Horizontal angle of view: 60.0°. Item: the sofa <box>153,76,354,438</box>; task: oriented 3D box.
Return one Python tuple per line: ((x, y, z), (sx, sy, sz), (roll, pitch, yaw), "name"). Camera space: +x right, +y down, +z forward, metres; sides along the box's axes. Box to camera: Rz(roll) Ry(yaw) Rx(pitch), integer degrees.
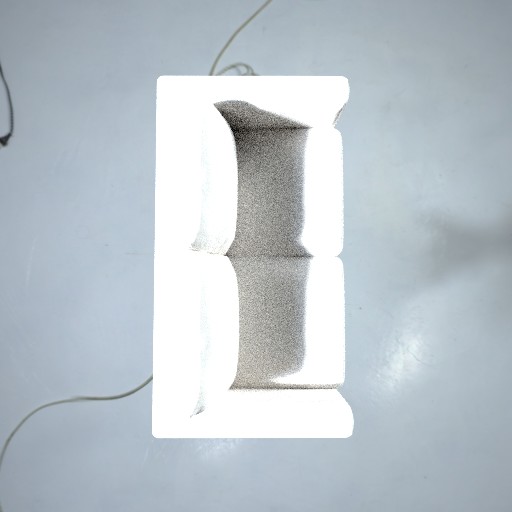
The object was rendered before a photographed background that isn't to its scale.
((0.000, 0.000, 1.969), (0.796, 0.908, 1.430), (0, 87, 0), "sofa")
